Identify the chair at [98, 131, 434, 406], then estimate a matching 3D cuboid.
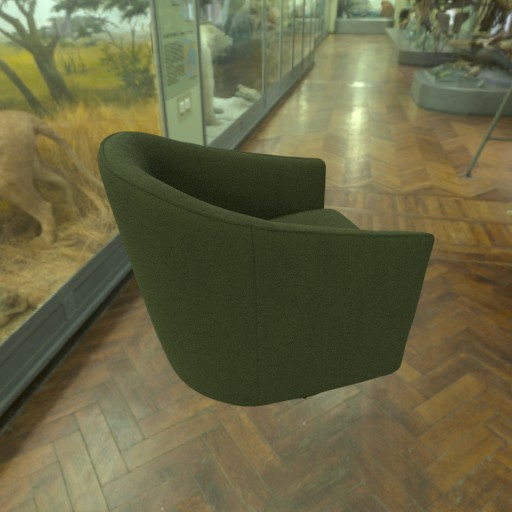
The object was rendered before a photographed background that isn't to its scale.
[{"bbox_3d":[0.000,0.000,1.464,0.875,0.799,0.747,-9,31,-16],"label":"chair"}]
